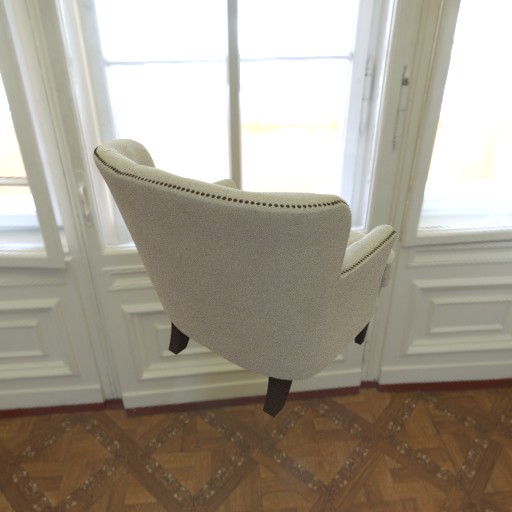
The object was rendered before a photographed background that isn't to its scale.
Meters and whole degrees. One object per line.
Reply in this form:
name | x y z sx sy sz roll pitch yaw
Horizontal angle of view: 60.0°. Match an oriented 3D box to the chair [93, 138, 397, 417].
chair | 0.000 0.000 1.591 0.848 0.868 0.906 22 37 33
